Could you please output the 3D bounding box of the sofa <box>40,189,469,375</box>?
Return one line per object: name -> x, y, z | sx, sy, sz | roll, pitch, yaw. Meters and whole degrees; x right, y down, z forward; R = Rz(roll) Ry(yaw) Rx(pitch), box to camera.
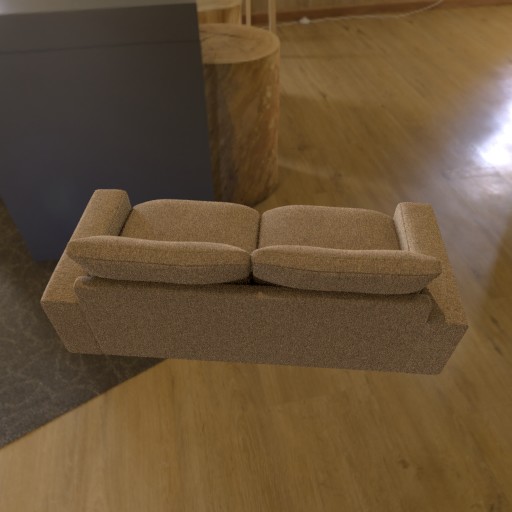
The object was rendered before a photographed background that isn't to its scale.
sofa -> 0.000, 0.000, 2.780 | 2.299, 0.922, 1.040 | 3, 47, 3
